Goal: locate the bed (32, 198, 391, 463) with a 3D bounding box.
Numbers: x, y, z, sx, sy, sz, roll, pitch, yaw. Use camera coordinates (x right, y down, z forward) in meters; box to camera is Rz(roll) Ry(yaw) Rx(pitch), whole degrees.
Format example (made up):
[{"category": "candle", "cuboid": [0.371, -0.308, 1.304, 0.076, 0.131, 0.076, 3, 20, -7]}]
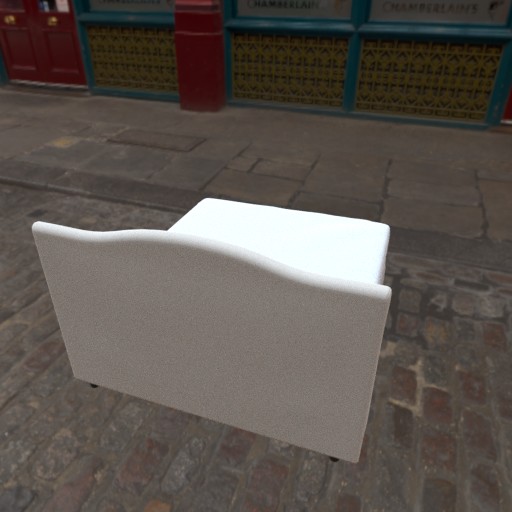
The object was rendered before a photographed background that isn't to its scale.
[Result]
[{"category": "bed", "cuboid": [0.000, 0.000, 3.506, 2.083, 1.421, 2.182, 10, 32, 17]}]
